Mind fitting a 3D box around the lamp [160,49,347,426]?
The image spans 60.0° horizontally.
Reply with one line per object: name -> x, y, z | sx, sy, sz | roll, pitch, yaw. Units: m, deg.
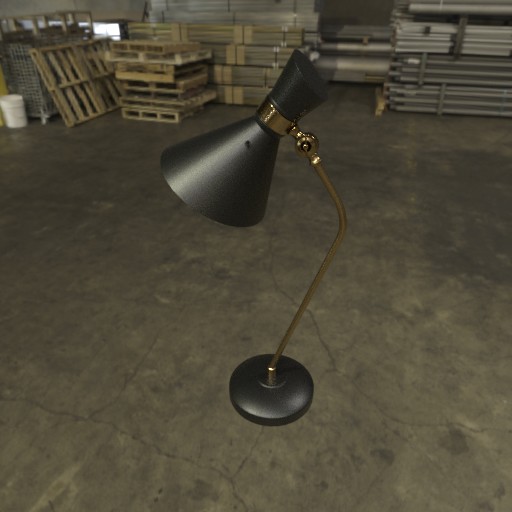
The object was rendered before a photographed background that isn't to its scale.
lamp -> 0.000, 0.000, 0.760 | 0.292, 0.647, 0.189 | 8, 32, 14
